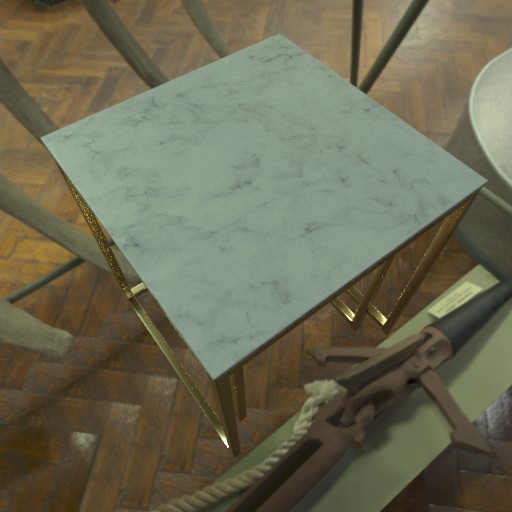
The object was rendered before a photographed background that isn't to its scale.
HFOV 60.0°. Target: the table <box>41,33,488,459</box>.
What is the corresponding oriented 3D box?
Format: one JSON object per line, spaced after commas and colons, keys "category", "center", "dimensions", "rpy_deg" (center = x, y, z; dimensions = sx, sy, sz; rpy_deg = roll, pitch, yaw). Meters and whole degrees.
{"category": "table", "center": [0.000, 0.000, 0.832], "dimensions": [0.450, 0.500, 0.450], "rpy_deg": [-32, 62, -19]}
